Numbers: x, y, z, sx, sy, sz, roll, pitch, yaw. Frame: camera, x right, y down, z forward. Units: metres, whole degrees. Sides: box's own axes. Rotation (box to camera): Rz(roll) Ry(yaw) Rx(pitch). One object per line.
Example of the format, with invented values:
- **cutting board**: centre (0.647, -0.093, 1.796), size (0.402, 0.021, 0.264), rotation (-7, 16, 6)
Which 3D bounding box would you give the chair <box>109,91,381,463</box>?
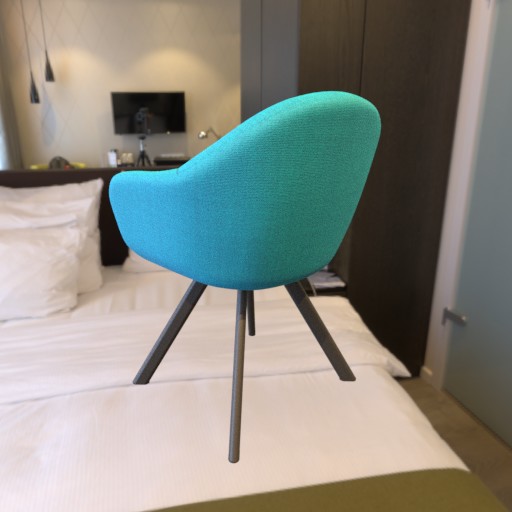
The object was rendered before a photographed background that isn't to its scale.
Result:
- **chair**: centre (0.000, 0.000, 1.166), size (0.590, 0.795, 0.550), rotation (-16, 23, -42)
